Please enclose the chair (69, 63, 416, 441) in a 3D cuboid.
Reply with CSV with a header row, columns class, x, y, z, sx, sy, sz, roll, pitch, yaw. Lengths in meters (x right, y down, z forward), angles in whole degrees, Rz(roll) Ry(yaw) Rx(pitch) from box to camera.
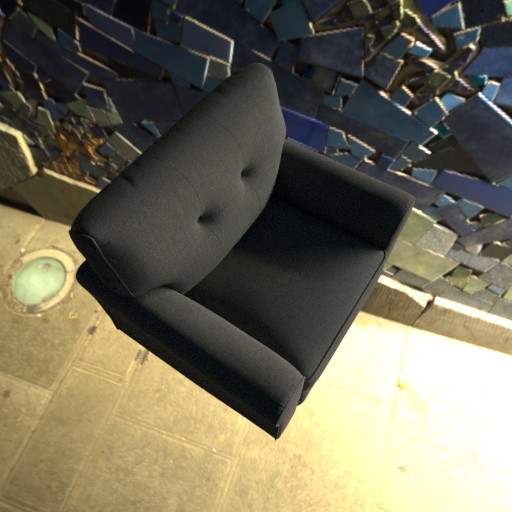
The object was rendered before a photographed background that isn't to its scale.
class,x,y,z,sx,sy,sz,roll,pitch,yaw
chair,0.000,0.000,1.601,0.816,0.890,0.941,30,63,17
